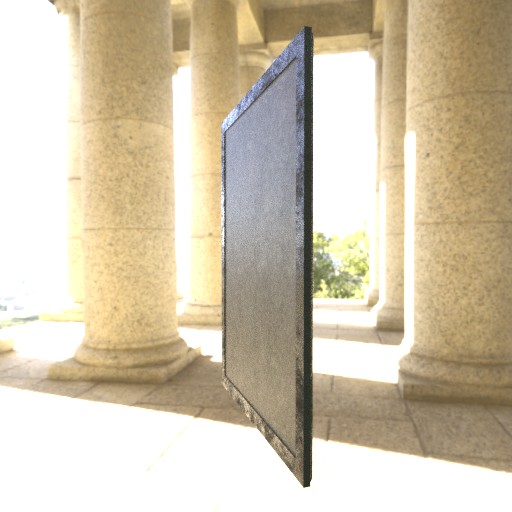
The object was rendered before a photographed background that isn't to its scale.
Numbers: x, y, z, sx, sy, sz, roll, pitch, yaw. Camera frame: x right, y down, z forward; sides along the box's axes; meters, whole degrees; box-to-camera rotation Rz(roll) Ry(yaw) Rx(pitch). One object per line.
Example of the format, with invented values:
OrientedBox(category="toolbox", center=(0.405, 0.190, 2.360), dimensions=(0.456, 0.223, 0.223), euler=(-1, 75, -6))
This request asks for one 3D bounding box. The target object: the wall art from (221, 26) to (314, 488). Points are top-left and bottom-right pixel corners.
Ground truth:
OrientedBox(category="wall art", center=(0.000, 0.000, 1.312), dimensions=(0.030, 0.983, 0.767), euler=(0, 1, -18))
